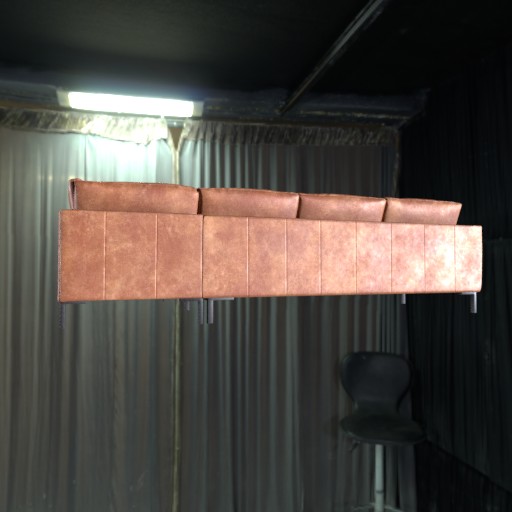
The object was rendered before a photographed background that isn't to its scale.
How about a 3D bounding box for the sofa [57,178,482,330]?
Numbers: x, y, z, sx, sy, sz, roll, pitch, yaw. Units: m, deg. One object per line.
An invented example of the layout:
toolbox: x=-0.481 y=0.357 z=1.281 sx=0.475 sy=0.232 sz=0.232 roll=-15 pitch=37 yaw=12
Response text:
sofa: x=0.000 y=0.000 z=3.789 sx=2.984 sy=0.877 sz=1.938 roll=0 pitch=-2 yaw=-18
